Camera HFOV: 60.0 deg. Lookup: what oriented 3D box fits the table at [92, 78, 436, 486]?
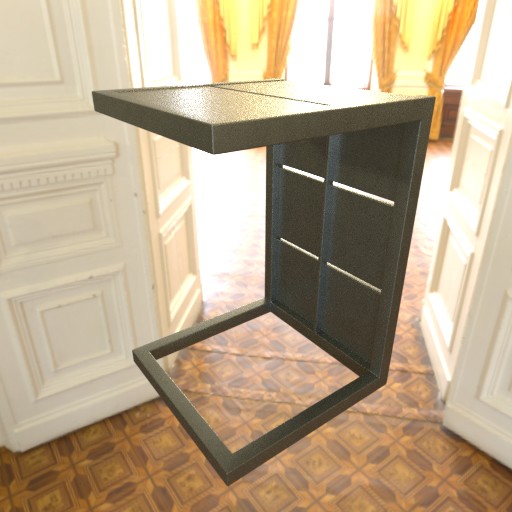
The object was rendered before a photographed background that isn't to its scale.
[{"bbox_3d":[0.000,0.000,0.879,0.420,0.609,0.405,-18,32,-32],"label":"table"}]
